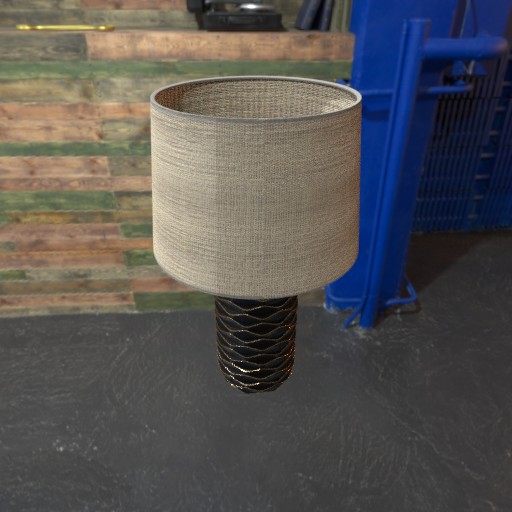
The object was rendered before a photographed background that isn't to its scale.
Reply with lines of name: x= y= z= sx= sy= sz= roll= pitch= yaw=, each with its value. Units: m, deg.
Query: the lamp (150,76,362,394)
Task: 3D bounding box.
lamp: x=0.000 y=0.000 z=0.846 sx=0.376 sy=0.594 sz=0.376 roll=0 pitch=31 yaw=0
